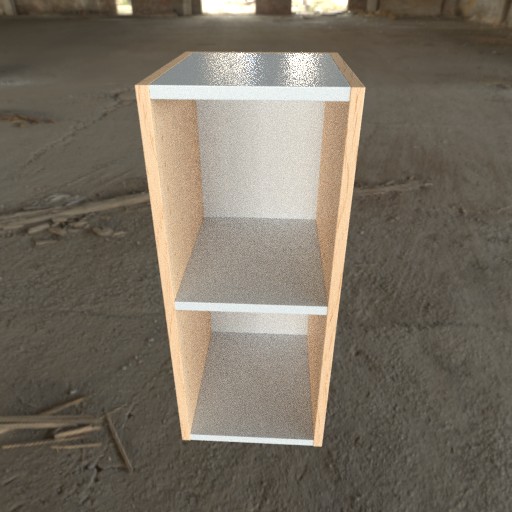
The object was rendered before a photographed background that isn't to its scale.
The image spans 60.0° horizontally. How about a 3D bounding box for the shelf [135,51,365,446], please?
[{"bbox_3d":[0.000,0.000,0.753,0.250,0.600,0.290,2,31,3],"label":"shelf"}]
